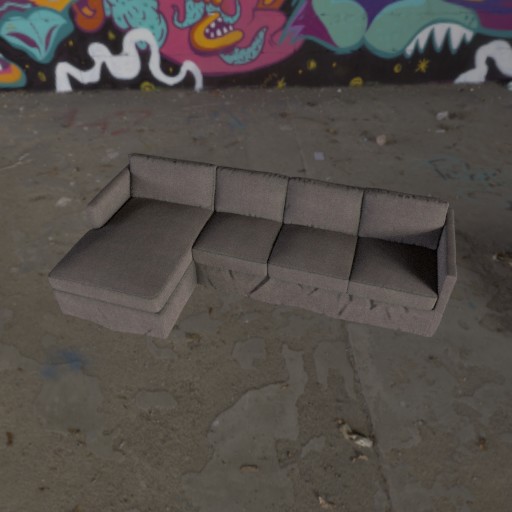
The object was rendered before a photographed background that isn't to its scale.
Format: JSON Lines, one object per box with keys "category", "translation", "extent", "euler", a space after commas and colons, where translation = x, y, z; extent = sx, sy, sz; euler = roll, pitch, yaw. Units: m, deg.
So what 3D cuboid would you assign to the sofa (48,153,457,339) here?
{"category": "sofa", "translation": [0.000, 0.000, 3.885], "extent": [3.205, 0.922, 1.650], "euler": [11, 43, 12]}
